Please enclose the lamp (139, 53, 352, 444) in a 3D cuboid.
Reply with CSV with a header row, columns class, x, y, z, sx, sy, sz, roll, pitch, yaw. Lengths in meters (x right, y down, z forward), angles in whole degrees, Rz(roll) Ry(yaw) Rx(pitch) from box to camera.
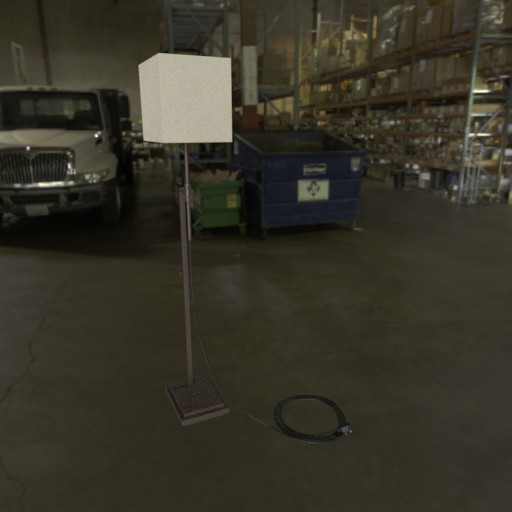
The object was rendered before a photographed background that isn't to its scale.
class,x,y,z,sx,sy,sz,roll,pitch,yaw
lamp,0.000,0.000,1.962,0.774,1.600,0.698,-8,18,-24
